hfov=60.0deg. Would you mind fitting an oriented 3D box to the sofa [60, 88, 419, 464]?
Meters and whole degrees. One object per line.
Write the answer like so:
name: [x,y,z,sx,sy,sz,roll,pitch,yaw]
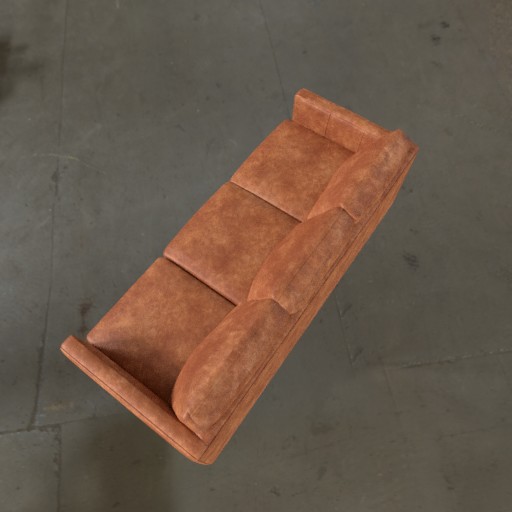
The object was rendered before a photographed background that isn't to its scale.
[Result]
sofa: [0.000,0.000,3.017,1.045,1.006,2.464,33,67,15]
